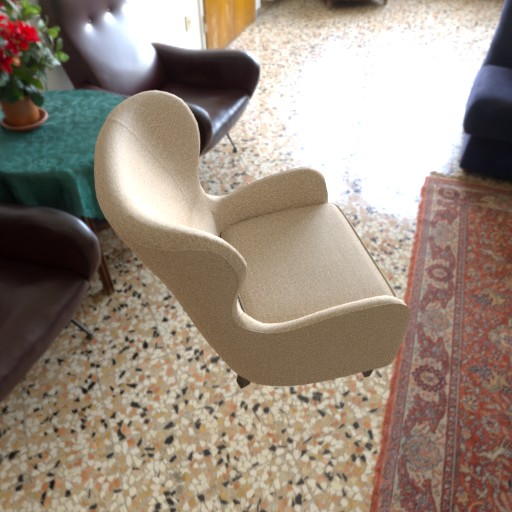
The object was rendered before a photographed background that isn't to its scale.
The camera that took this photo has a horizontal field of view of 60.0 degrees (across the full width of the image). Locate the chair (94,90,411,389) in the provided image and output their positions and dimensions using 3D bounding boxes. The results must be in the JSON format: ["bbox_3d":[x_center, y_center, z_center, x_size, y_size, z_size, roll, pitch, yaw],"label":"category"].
[{"bbox_3d":[0.000,0.000,1.735,0.984,1.064,0.861,-11,46,-11],"label":"chair"}]
